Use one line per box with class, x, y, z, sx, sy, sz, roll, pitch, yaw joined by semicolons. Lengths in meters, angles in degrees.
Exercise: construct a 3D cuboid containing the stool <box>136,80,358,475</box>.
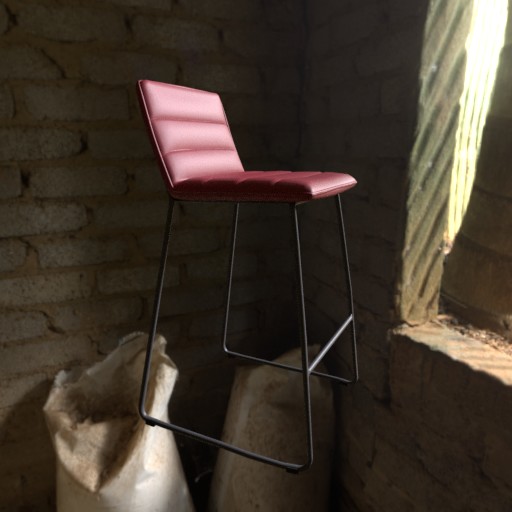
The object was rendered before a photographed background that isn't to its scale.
stool;0.000;0.000;1.265;0.524;0.937;0.489;7;16;26
